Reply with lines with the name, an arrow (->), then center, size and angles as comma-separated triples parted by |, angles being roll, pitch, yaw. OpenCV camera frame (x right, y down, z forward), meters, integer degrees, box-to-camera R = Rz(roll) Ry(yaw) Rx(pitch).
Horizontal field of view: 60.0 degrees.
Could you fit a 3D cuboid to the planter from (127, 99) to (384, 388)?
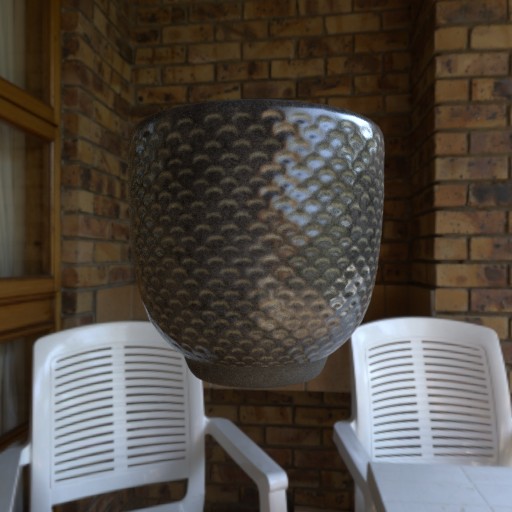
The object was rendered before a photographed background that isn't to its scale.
planter -> 0.000, 0.000, 0.309 | 0.172, 0.160, 0.172 | 0, 0, 0
